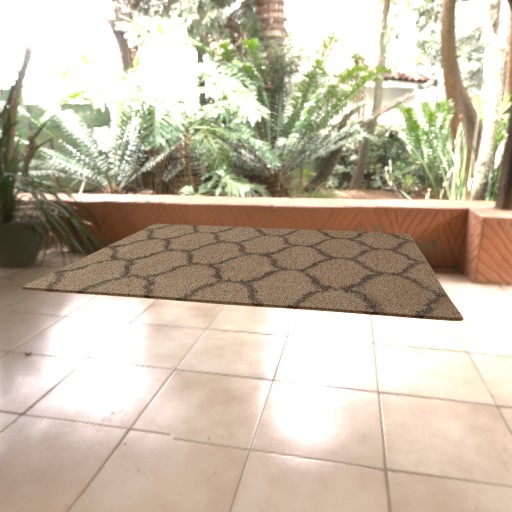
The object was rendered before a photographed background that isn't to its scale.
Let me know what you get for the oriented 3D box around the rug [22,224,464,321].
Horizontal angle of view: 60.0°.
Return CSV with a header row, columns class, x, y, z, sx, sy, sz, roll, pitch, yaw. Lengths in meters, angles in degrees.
class,x,y,z,sx,sy,sz,roll,pitch,yaw
rug,0.000,0.000,4.046,3.000,0.026,2.399,3,16,11
